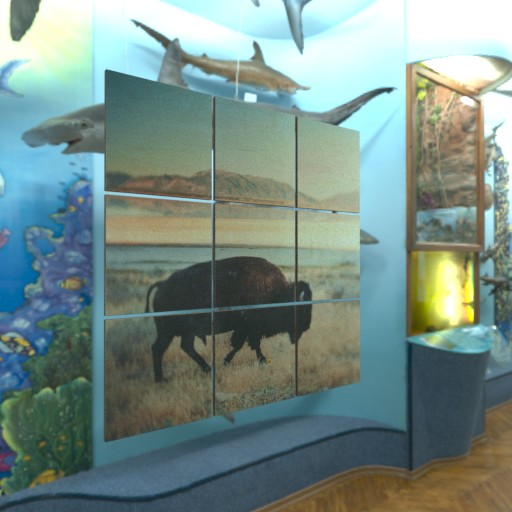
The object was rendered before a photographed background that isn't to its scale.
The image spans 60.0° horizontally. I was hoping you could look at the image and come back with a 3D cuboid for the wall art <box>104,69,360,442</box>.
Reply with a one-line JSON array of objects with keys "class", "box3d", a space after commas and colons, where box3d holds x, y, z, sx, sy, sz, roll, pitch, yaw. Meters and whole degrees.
[{"class": "wall art", "box3d": [0.000, 0.000, 1.342, 0.906, 0.904, 0.018, 0, 0, -35]}]
